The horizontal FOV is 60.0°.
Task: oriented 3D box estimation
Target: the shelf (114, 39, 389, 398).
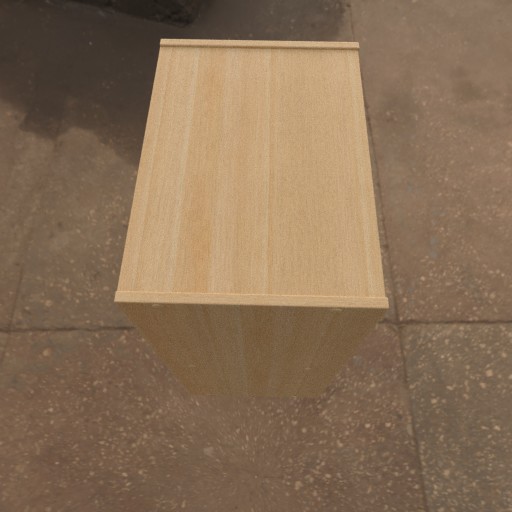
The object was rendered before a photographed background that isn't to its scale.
[{"bbox_3d":[0.000,0.000,0.822,0.290,0.592,0.414,1,64,1],"label":"shelf"}]
